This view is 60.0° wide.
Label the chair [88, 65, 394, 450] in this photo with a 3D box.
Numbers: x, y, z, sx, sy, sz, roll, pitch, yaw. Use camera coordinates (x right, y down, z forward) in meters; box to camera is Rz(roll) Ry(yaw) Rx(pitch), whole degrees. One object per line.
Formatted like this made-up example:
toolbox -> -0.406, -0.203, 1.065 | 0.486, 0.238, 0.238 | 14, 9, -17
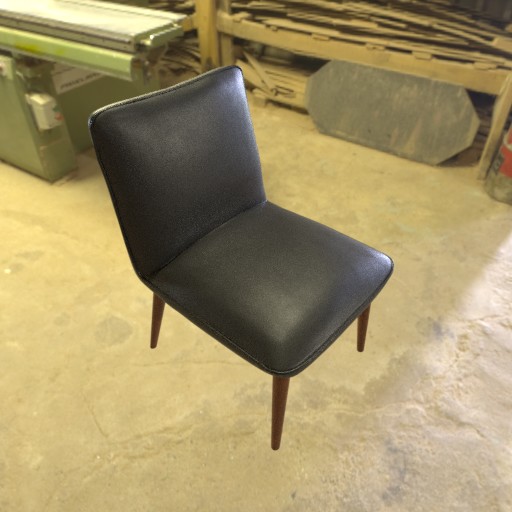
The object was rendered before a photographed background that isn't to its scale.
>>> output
chair -> 0.000, 0.000, 1.211 | 0.645, 0.801, 0.543 | 26, 47, 27
